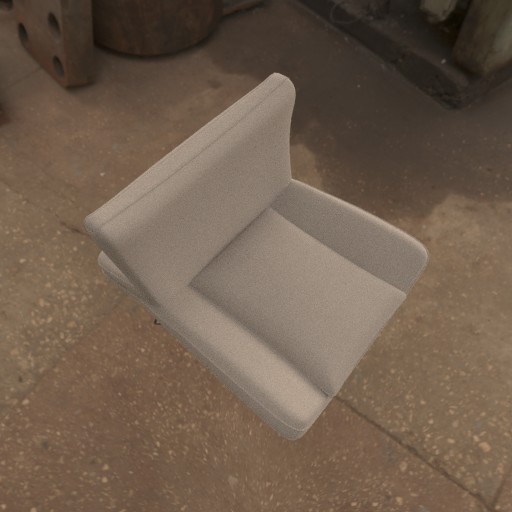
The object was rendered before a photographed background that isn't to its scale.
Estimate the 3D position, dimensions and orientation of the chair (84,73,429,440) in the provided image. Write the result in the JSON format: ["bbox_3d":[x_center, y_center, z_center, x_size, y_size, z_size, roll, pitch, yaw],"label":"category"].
[{"bbox_3d":[0.000,0.000,1.611,1.008,0.855,0.859,35,64,20],"label":"chair"}]
